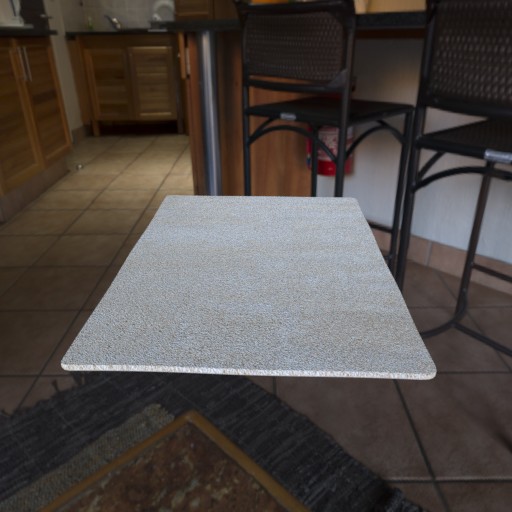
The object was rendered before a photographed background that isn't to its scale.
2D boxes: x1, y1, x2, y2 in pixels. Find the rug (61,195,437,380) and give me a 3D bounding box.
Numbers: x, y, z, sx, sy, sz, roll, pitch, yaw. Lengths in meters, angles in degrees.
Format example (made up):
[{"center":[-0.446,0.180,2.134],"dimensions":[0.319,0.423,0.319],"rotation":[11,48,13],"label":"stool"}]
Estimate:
[{"center":[0.000,0.000,2.105],"dimensions":[1.199,0.025,1.600],"rotation":[1,27,2],"label":"rug"}]
